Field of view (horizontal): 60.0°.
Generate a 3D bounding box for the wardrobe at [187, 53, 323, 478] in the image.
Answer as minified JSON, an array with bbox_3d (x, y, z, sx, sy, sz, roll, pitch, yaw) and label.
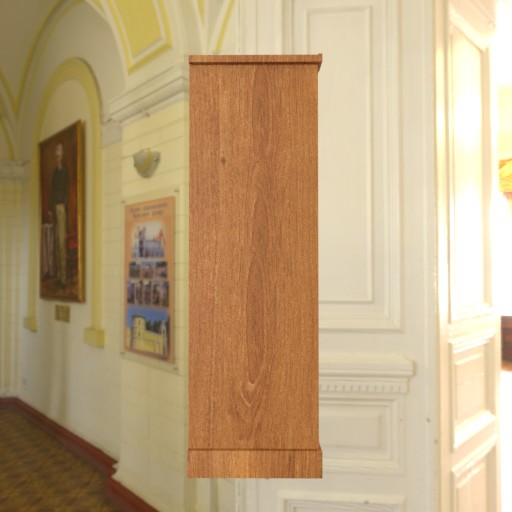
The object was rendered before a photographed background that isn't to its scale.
[{"bbox_3d":[0.000,0.000,2.165,0.570,1.870,0.590,0,-1,1],"label":"wardrobe"}]
